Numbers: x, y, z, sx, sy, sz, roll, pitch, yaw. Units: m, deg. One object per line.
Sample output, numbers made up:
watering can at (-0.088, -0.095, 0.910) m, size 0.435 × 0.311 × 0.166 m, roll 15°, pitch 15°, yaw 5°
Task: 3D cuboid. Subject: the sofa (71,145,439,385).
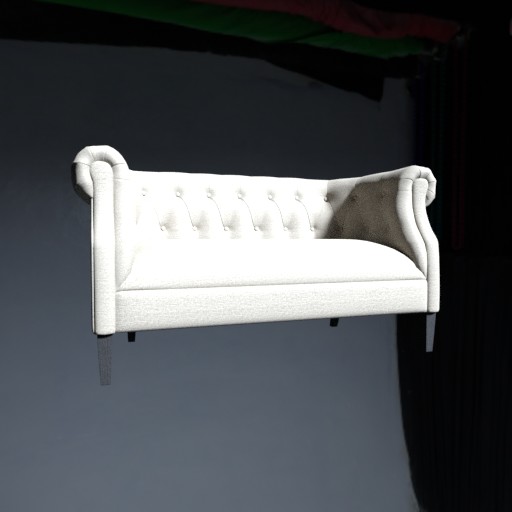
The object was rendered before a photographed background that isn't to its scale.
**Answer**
sofa at (0.000, 0.000, 2.060) m, size 1.558 × 0.827 × 0.835 m, roll -1°, pitch 3°, yaw -19°
